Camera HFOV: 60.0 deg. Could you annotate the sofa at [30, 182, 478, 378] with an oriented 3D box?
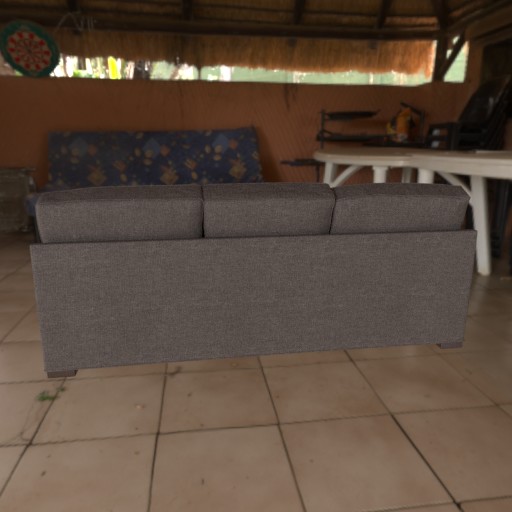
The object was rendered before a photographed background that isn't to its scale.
[{"bbox_3d":[0.000,0.000,2.816,2.369,0.978,1.004,-2,14,-9],"label":"sofa"}]
